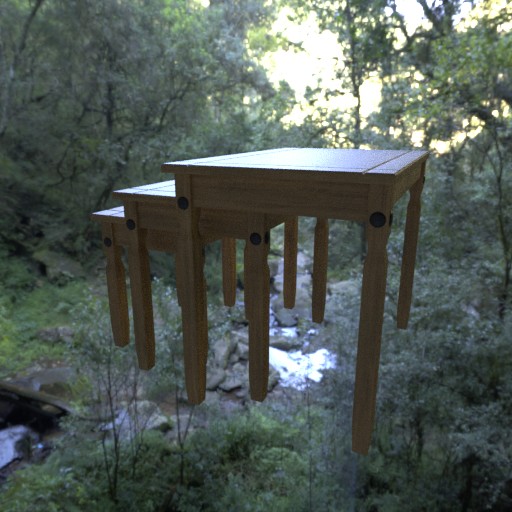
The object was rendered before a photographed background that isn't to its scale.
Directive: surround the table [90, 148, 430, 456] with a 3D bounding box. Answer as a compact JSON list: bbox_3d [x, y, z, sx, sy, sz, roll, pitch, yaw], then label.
[{"bbox_3d":[0.000,0.000,1.192,0.773,0.535,0.660,8,18,24],"label":"table"}]
